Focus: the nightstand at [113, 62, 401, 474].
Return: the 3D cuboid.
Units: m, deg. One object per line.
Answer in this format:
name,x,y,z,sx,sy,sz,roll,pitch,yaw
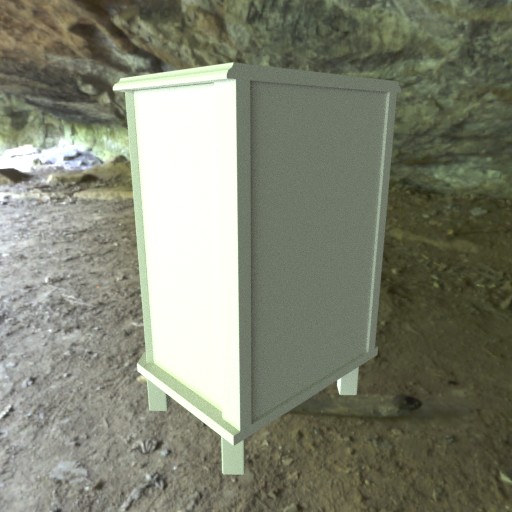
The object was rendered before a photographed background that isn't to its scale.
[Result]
nightstand,0.000,0.000,0.923,0.435,0.681,0.351,-15,23,-41
